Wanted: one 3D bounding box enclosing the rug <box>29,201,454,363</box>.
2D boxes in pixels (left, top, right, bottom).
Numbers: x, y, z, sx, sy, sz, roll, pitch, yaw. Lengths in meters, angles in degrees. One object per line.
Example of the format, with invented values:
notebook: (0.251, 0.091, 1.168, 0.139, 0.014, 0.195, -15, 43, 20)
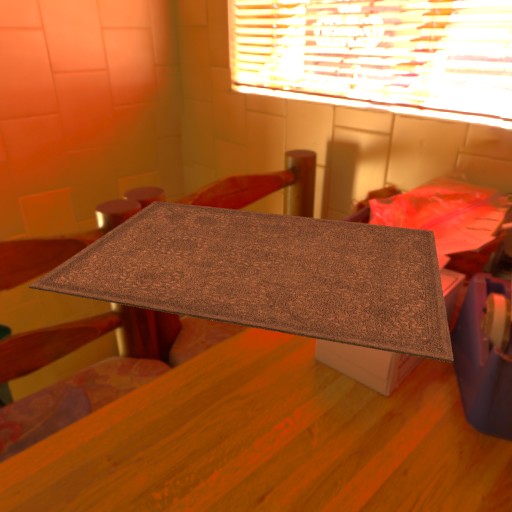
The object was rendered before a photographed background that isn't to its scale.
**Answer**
rug: (0.000, 0.000, 2.321, 1.819, 0.012, 1.208, 8, 28, 15)
